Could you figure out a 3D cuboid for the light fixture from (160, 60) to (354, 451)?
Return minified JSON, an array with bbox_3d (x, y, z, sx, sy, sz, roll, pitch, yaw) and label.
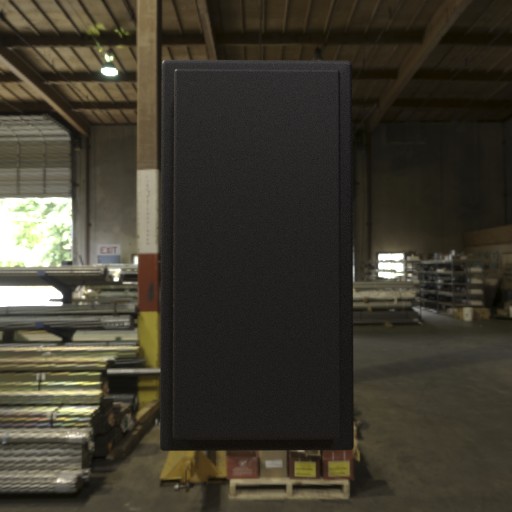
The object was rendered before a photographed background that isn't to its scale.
[{"bbox_3d":[0.000,0.000,0.422,0.170,0.298,0.207,0,-1,-1],"label":"light fixture"}]
